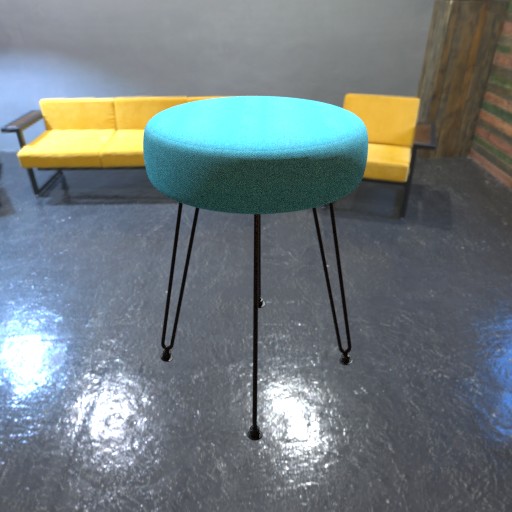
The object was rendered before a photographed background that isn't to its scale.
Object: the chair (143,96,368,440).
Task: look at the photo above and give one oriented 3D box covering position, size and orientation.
[{"bbox_3d":[0.000,0.000,0.698,0.350,0.440,0.350,1,31,1],"label":"chair"}]
